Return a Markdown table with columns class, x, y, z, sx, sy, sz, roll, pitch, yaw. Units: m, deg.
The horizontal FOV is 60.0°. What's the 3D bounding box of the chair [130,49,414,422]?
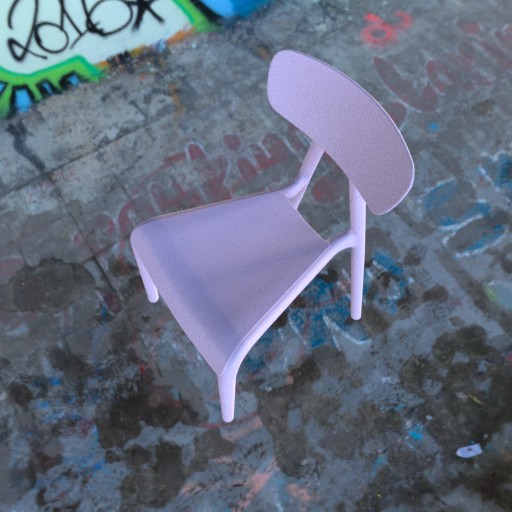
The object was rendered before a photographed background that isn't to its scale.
| class | x | y | z | sx | sy | sz | roll | pitch | yaw |
| --- | --- | --- | --- | --- | --- | --- | --- | --- | --- |
| chair | 0.000 | 0.000 | 0.811 | 0.401 | 0.580 | 0.356 | -32 | 68 | -15 |
